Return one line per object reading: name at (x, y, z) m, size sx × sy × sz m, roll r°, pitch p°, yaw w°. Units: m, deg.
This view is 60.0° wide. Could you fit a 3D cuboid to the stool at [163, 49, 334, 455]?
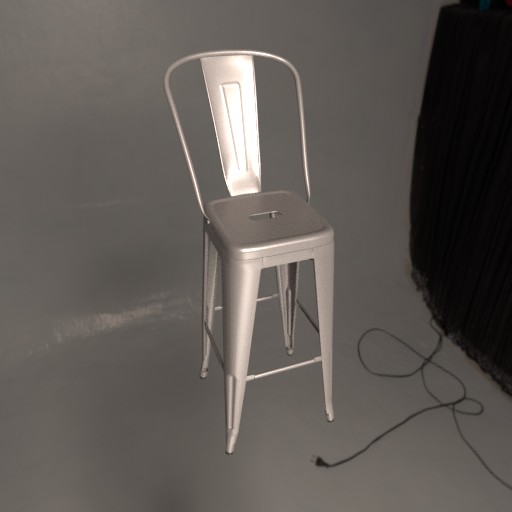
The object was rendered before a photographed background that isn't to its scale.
stool at (0.000, 0.000, 1.353) m, size 0.399 × 1.096 × 0.513 m, roll -11°, pitch 33°, yaw -17°
